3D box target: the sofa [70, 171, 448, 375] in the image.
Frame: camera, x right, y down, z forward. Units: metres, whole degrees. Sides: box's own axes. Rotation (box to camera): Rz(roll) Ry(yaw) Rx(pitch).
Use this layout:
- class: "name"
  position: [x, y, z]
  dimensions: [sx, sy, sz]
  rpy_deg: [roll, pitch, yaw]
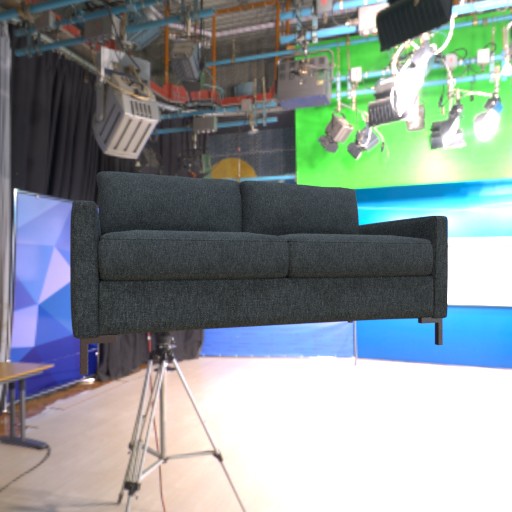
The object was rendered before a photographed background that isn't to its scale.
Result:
- class: "sofa"
  position: [0.000, 0.000, 2.244]
  dimensions: [1.716, 0.862, 0.866]
  rpy_deg: [0, 0, -20]
